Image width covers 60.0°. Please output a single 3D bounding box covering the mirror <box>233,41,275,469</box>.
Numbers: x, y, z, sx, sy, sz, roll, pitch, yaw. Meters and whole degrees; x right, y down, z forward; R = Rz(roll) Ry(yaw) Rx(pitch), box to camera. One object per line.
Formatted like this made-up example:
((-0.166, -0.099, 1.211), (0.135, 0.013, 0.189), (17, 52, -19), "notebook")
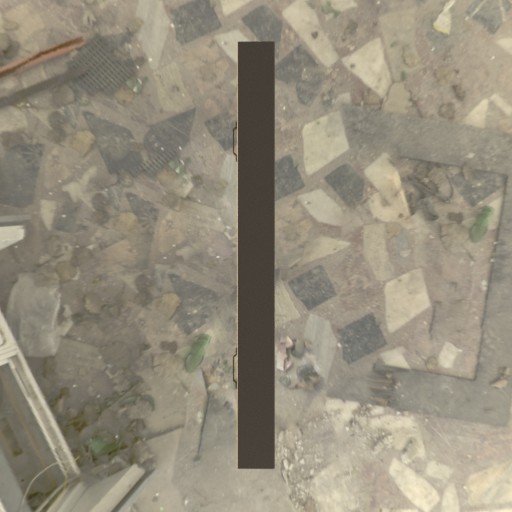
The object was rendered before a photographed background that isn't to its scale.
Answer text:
((0.000, 0.000, 0.674), (0.041, 0.509, 0.406), (0, 90, 0), "mirror")
